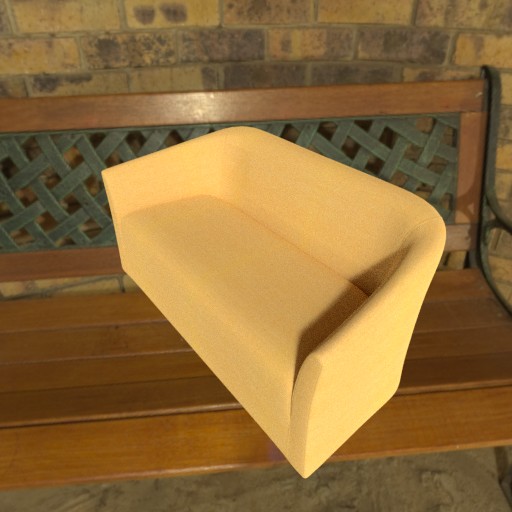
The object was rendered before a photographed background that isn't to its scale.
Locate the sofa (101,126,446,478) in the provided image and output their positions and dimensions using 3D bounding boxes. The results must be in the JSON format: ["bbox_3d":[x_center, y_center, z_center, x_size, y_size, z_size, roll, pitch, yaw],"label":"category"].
[{"bbox_3d":[0.000,0.000,1.824,0.705,0.721,1.452,-22,40,-30],"label":"sofa"}]
